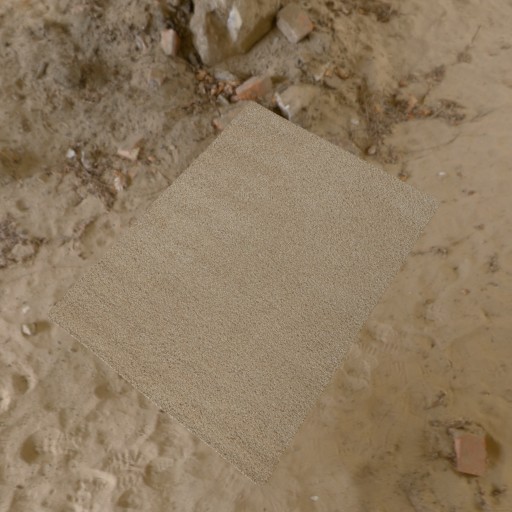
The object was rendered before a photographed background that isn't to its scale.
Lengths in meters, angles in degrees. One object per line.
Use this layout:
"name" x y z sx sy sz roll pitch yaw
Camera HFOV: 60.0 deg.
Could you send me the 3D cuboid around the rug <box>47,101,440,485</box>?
"rug" 0.000 0.000 2.142 1.199 0.025 1.600 33 68 15
